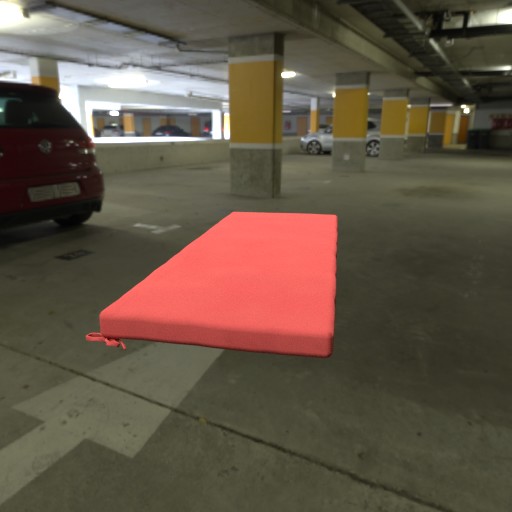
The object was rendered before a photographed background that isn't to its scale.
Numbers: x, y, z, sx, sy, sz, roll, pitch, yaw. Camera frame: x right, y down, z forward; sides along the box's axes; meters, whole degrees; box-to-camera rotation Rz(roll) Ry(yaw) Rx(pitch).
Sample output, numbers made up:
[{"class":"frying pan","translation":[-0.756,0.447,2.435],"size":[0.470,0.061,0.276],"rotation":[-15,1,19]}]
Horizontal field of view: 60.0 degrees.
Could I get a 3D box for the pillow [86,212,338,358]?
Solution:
[{"class":"pillow","translation":[0.000,0.000,1.368],"size":[0.492,0.081,1.187],"rotation":[3,16,10]}]
